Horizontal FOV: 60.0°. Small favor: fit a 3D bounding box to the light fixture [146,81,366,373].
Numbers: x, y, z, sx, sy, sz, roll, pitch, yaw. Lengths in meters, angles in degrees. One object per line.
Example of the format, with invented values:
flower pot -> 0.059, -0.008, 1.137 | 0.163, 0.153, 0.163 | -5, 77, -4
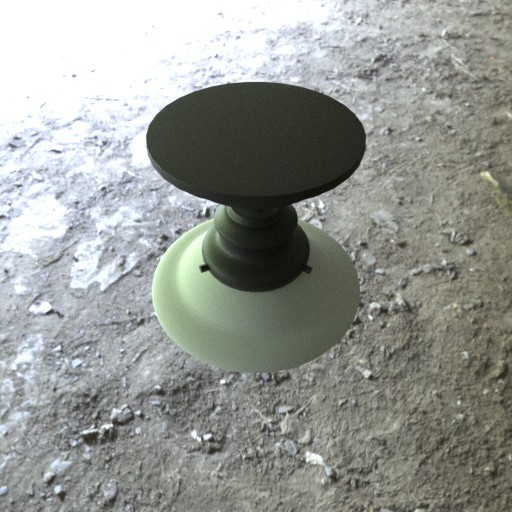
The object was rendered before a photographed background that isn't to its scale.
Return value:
light fixture -> 0.000, 0.000, 0.400 | 0.197, 0.254, 0.197 | 0, 46, 0
